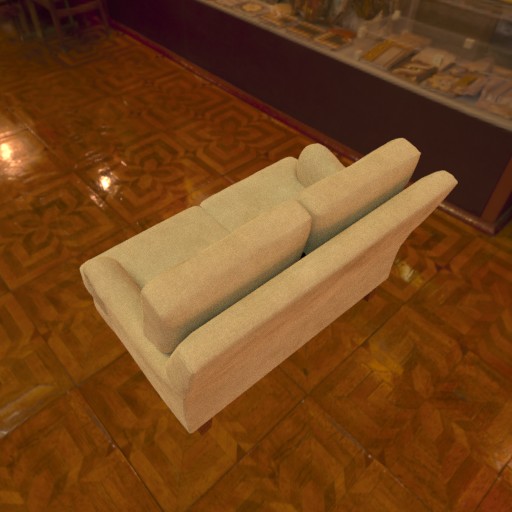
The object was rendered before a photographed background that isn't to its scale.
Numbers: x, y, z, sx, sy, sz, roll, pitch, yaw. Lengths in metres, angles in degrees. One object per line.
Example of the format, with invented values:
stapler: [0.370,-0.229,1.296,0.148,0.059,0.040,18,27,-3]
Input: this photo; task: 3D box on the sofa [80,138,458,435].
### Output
sofa: [0.000,0.000,2.241,1.498,1.087,1.086,-32,55,-26]
